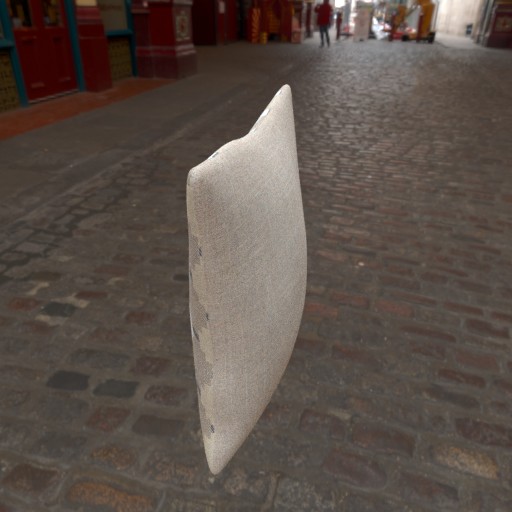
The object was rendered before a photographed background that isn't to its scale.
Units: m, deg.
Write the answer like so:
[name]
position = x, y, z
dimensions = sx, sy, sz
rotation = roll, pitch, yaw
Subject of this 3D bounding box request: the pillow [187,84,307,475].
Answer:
[pillow]
position = 0.000, 0.000, 0.868
dimensions = 0.192, 0.558, 0.578
rotation = 7, 30, 13
